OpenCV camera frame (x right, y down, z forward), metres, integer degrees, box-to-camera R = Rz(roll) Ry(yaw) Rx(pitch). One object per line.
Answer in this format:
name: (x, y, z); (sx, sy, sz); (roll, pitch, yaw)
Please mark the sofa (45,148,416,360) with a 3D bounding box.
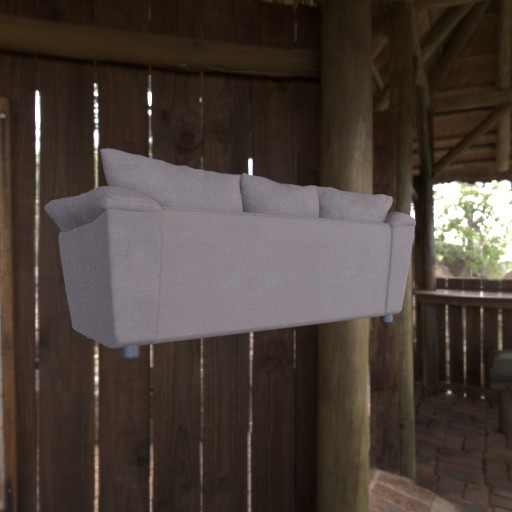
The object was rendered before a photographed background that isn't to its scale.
sofa: (0.000, 0.000, 2.871); (2.377, 0.981, 0.893); (0, 0, -37)
